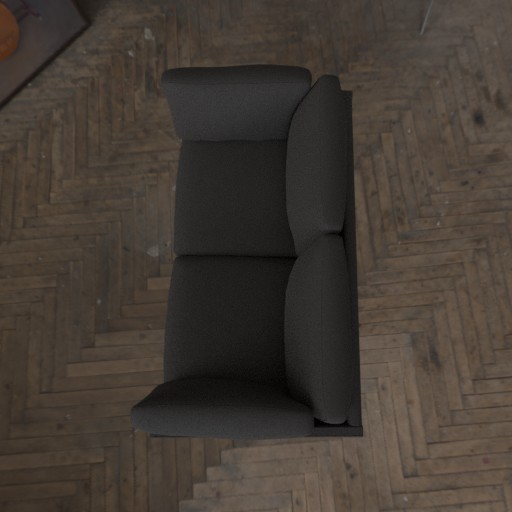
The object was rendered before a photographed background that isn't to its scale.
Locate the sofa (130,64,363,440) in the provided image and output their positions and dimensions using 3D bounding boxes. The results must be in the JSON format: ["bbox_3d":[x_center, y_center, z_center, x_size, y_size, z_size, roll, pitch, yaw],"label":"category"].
[{"bbox_3d":[0.000,0.000,2.331,0.969,0.920,1.751,1,76,0],"label":"sofa"}]
